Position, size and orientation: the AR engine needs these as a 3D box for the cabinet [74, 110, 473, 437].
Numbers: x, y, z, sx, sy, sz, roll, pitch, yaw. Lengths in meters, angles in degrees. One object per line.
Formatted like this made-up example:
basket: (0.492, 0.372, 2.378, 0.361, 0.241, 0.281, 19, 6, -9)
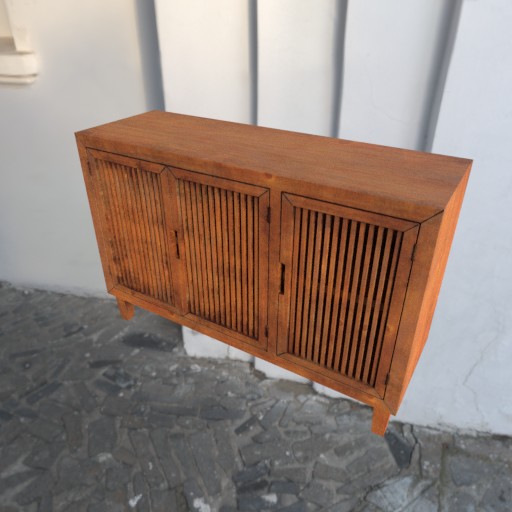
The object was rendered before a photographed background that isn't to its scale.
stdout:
cabinet: (0.000, 0.000, 1.587, 1.204, 0.805, 0.403, 17, 35, 27)
